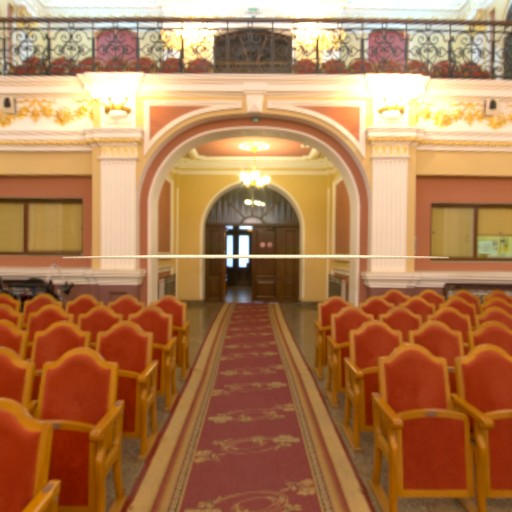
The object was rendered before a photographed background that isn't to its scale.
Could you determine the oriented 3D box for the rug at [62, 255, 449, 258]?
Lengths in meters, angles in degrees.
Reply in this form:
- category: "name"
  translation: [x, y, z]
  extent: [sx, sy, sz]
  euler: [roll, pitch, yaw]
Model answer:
- category: "rug"
  translation: [0.000, 0.000, 2.886]
  extent: [1.523, 0.006, 2.289]
  euler: [0, 0, 0]
